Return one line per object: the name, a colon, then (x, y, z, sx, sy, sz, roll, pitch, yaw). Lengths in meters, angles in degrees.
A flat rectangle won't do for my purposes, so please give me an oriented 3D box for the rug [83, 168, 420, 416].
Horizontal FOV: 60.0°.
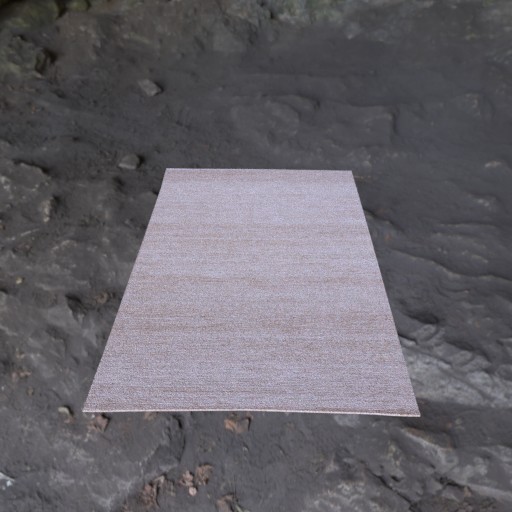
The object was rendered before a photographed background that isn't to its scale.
rug: (0.000, 0.000, 2.944, 1.596, 0.030, 2.283, 1, 41, 1)
